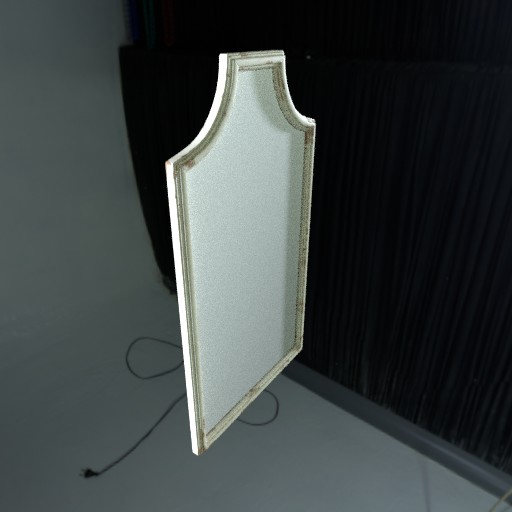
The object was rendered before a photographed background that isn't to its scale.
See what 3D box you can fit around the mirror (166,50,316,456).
[{"bbox_3d":[0.000,0.000,0.857,0.022,0.717,0.403,18,32,31],"label":"mirror"}]
